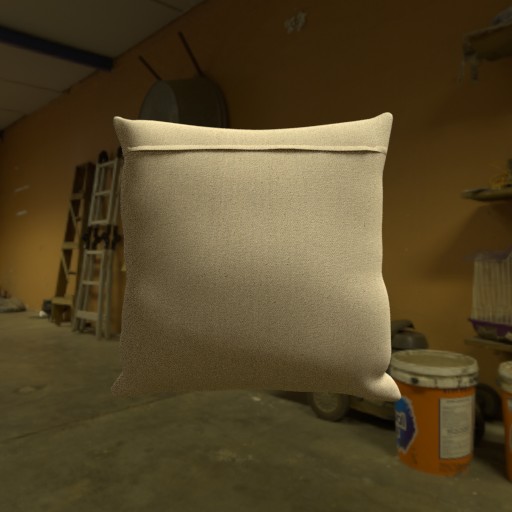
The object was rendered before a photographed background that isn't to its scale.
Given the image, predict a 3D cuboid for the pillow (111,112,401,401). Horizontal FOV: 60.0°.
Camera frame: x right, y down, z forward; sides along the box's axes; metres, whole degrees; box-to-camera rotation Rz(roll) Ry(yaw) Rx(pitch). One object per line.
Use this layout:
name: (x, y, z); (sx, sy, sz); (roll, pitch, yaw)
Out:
pillow: (0.000, 0.000, 0.681); (0.440, 0.441, 0.182); (0, 0, 0)
